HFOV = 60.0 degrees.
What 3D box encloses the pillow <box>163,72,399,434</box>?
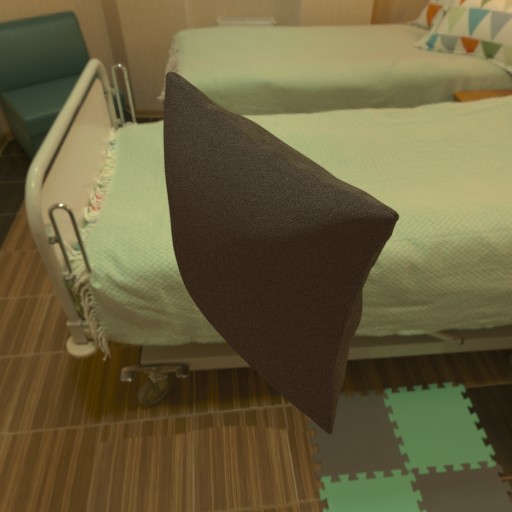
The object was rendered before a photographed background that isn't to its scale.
[{"bbox_3d":[0.000,0.000,0.682,0.204,0.439,0.452,-25,48,-25],"label":"pillow"}]
